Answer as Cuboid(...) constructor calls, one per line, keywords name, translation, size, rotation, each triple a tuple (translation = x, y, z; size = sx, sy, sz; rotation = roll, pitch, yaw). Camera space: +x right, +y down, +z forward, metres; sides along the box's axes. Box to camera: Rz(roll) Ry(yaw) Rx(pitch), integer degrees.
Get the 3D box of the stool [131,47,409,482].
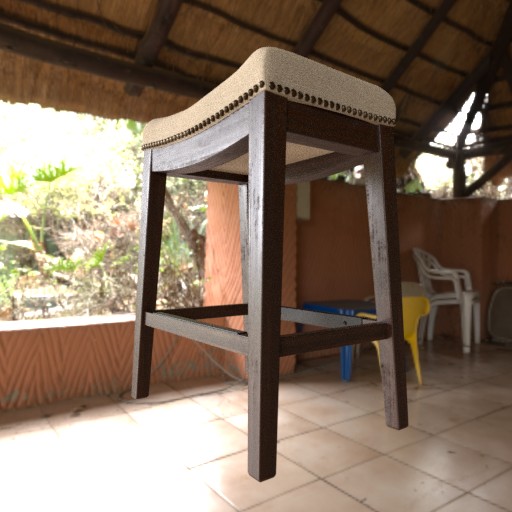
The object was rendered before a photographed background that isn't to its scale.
Cuboid(name="stool", translation=(0.000, 0.000, 0.959), size=(0.363, 0.669, 0.509), rotation=(0, 0, -37))
